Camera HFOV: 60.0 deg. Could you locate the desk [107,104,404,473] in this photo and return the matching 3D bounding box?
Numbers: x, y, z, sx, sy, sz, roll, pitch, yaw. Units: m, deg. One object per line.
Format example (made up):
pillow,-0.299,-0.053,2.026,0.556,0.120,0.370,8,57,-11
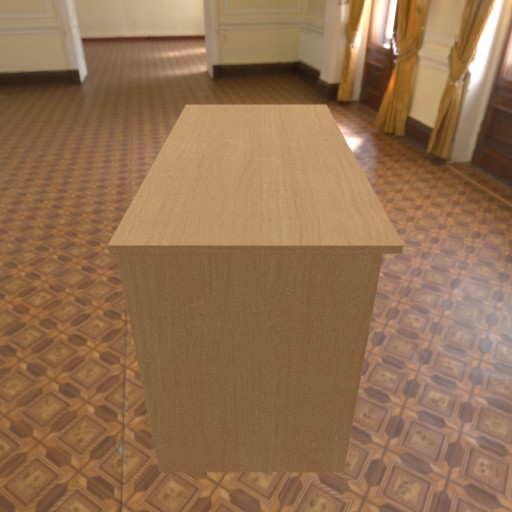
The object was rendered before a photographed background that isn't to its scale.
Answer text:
desk,0.000,0.000,1.497,0.560,0.735,1.097,0,32,0
